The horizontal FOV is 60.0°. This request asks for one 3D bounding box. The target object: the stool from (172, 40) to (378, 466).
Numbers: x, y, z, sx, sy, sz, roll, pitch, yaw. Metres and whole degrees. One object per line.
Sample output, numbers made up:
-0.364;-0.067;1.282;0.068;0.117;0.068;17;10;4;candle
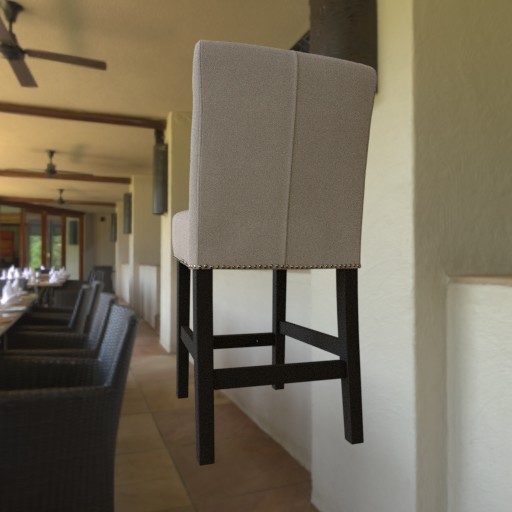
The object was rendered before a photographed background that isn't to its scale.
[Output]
0.000;0.000;1.198;0.427;0.885;0.571;0;-1;-18;stool
